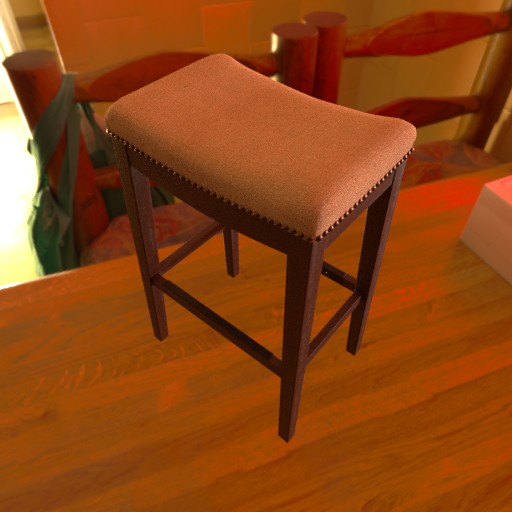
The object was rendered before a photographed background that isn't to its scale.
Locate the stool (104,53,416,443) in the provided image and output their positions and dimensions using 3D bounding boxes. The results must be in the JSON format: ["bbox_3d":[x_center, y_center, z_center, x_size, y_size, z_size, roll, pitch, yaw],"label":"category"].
[{"bbox_3d":[0.000,0.000,1.069,0.509,0.768,0.363,31,54,26],"label":"stool"}]
